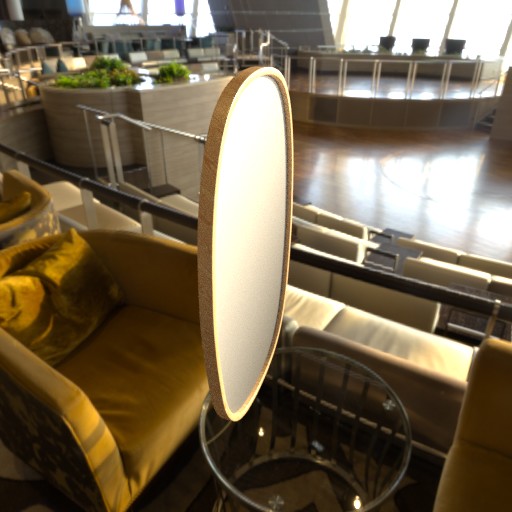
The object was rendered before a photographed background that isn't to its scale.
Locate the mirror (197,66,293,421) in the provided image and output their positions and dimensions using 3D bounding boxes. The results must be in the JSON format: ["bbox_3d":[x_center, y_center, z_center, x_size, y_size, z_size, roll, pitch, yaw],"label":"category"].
[{"bbox_3d":[0.000,0.000,1.369,0.037,1.075,0.724,9,30,17],"label":"mirror"}]
